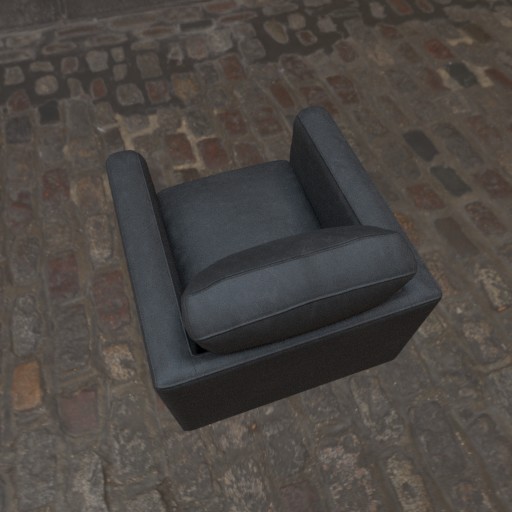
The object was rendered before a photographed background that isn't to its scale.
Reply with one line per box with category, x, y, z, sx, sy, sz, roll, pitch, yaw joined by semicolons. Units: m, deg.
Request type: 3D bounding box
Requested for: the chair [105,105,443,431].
chair;0.000;0.000;1.562;0.831;0.898;0.879;-16;60;-10
